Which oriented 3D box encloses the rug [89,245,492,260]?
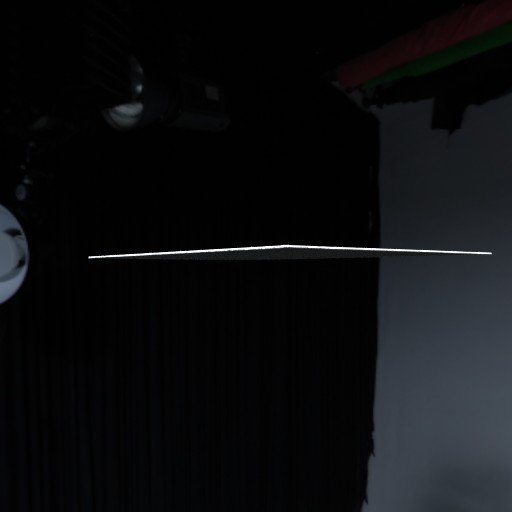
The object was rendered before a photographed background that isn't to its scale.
[{"bbox_3d":[0.000,0.000,3.032,1.546,0.010,2.442,1,-2,-37],"label":"rug"}]
